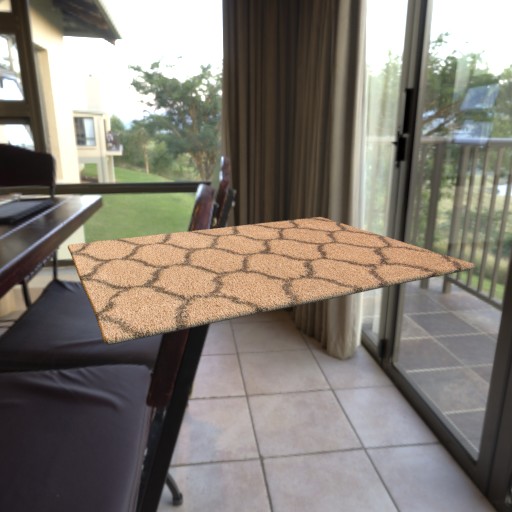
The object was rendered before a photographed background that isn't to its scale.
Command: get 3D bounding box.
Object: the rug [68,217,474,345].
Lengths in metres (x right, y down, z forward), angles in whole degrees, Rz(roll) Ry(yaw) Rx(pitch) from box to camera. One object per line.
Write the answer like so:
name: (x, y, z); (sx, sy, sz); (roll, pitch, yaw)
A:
rug: (0.000, 0.000, 2.149); (1.600, 0.025, 1.200); (-8, 18, -26)
